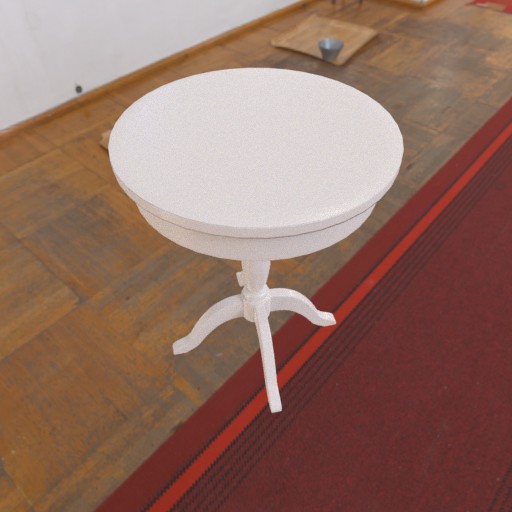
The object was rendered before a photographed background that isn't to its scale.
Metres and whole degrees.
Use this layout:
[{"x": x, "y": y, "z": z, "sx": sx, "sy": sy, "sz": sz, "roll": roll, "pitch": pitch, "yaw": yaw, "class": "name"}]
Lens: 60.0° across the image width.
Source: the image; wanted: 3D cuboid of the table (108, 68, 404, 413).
[{"x": 0.000, "y": 0.000, "z": 1.025, "sx": 0.513, "sy": 0.653, "sz": 0.513, "roll": 0, "pitch": 46, "yaw": 0, "class": "table"}]
